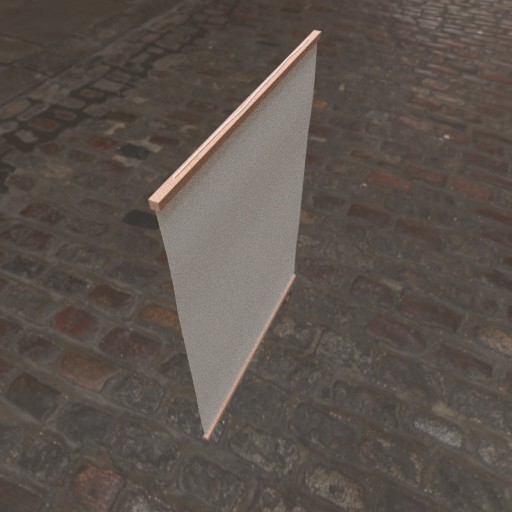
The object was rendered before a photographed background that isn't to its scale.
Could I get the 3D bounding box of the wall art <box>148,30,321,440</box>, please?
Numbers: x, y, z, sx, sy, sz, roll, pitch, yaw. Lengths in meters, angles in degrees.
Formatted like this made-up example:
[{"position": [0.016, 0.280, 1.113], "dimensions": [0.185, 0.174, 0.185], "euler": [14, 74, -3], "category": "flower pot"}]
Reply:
[{"position": [0.000, 0.000, 1.298], "dimensions": [0.020, 1.013, 0.758], "euler": [19, 50, 17], "category": "wall art"}]
